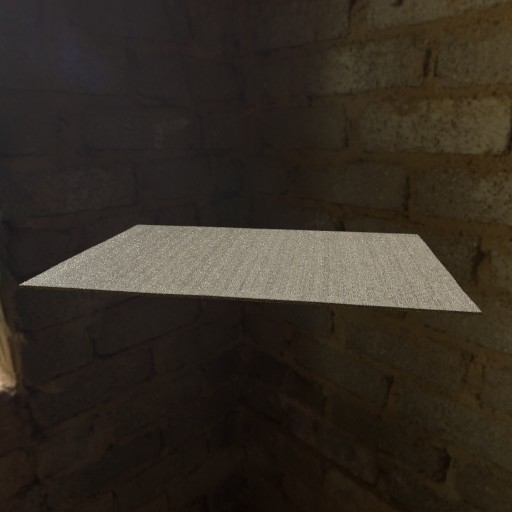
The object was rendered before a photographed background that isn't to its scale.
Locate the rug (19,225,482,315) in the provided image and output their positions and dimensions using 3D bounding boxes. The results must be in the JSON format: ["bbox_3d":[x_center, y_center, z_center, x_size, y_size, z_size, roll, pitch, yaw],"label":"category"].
[{"bbox_3d":[0.000,0.000,2.882,2.297,0.018,1.532,3,16,9],"label":"rug"}]
